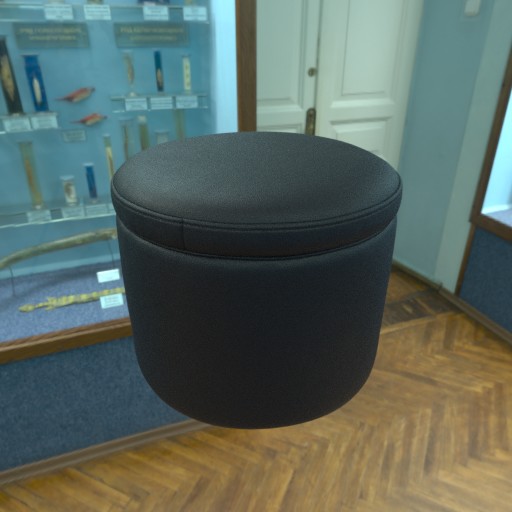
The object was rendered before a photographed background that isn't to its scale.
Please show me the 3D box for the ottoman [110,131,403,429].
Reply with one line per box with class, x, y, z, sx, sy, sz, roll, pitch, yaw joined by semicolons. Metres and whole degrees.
ottoman;0.000;0.000;0.861;0.501;0.409;0.501;0;27;0
